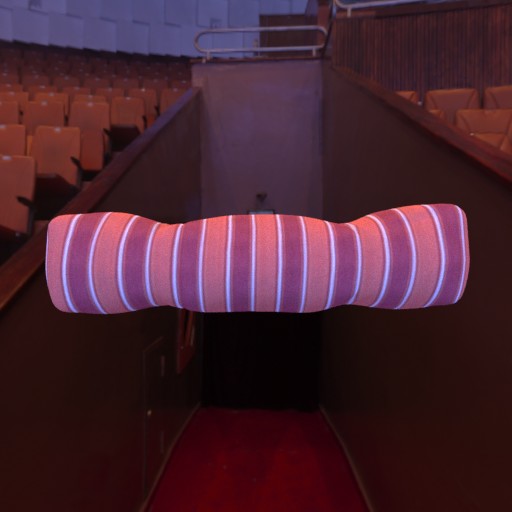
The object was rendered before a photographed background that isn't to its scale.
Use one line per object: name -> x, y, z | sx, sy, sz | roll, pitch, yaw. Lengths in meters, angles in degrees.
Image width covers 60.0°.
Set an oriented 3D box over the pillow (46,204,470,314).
pillow -> 0.000, 0.000, 0.720 | 0.490, 0.133, 0.468 | 0, 1, -1
